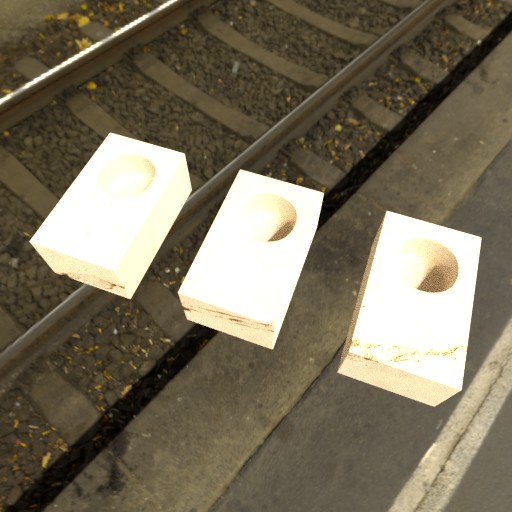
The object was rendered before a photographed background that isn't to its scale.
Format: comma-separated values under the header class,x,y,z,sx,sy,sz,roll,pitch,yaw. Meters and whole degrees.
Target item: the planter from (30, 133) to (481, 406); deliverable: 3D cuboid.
class,x,y,z,sx,sy,sz,roll,pitch,yaw
planter,0.000,0.000,0.371,0.333,0.051,0.127,18,61,10
